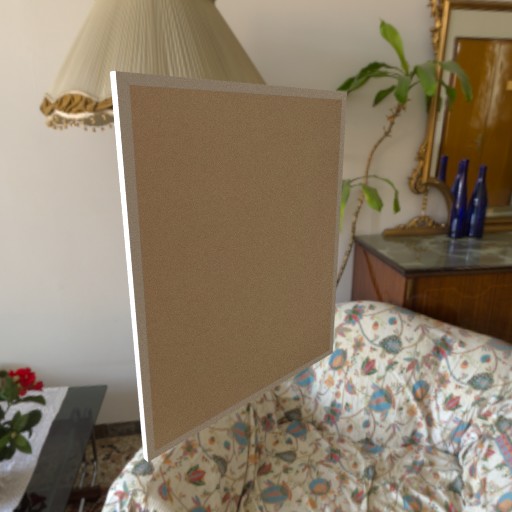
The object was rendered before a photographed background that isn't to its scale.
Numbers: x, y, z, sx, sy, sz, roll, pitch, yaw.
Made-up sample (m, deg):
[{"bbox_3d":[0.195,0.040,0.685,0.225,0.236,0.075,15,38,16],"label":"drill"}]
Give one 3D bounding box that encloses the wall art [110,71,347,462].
[{"bbox_3d":[0.000,0.000,0.768,0.012,0.557,0.482,16,23,43],"label":"wall art"}]
